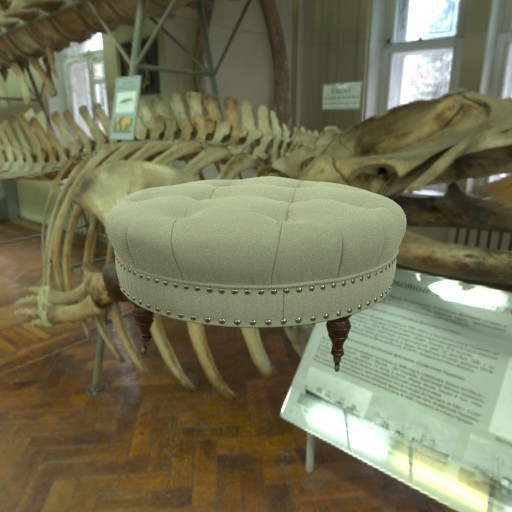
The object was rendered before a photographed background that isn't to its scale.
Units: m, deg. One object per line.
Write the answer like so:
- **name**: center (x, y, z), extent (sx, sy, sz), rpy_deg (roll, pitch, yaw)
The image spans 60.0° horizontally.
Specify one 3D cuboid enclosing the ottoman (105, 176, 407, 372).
- **ottoman**: center (0.000, 0.000, 1.411), extent (0.901, 0.439, 0.901), rpy_deg (0, 17, 0)
